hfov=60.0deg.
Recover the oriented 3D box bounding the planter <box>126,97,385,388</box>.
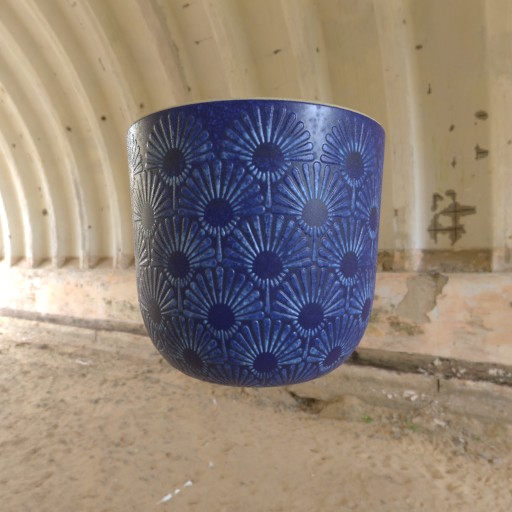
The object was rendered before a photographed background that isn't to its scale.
[{"bbox_3d":[0.000,0.000,0.367,0.206,0.190,0.206,0,-1,0],"label":"planter"}]
